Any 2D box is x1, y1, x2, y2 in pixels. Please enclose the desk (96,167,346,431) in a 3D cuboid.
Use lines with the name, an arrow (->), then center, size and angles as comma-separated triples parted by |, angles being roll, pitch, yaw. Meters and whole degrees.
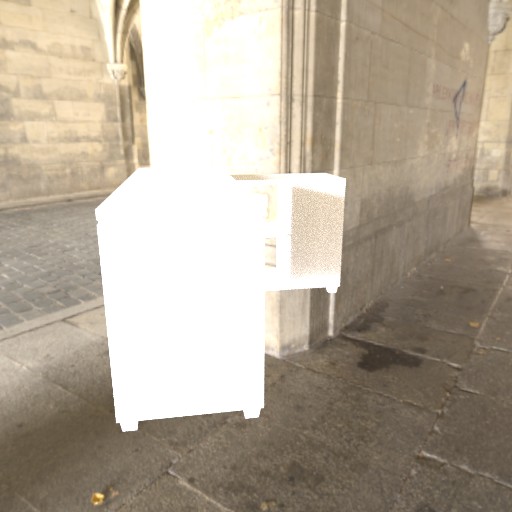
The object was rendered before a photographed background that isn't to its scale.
desk -> 0.000, 0.000, 2.201 | 1.199, 0.759, 1.524 | -3, 16, -9
